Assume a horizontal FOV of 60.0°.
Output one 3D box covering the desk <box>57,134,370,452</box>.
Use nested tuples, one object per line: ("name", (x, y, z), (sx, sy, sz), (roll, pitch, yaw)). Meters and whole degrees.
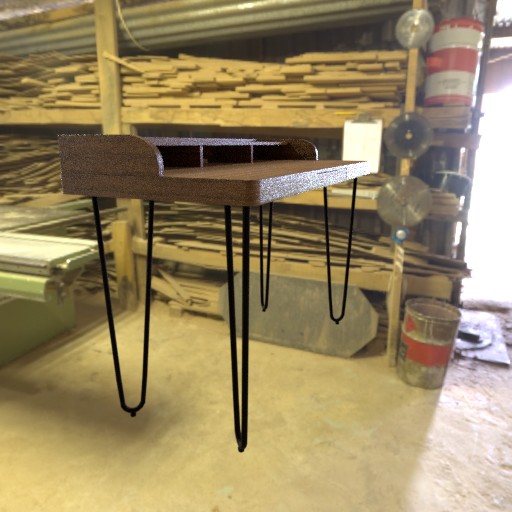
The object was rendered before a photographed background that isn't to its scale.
("desk", (0.000, 0.000, 1.651), (0.565, 0.854, 1.200), (7, 16, 25))
